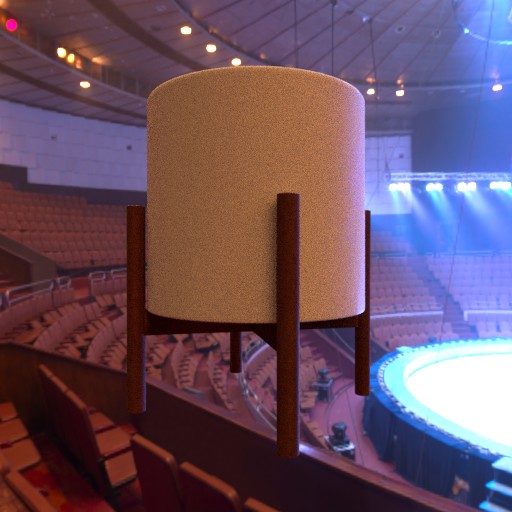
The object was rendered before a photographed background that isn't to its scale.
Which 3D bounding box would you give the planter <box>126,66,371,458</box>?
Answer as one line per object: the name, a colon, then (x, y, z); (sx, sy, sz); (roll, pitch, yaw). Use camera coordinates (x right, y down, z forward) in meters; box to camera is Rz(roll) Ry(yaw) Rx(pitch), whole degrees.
planter: (0.000, 0.000, 0.879); (0.421, 0.581, 0.420); (0, 1, 36)
